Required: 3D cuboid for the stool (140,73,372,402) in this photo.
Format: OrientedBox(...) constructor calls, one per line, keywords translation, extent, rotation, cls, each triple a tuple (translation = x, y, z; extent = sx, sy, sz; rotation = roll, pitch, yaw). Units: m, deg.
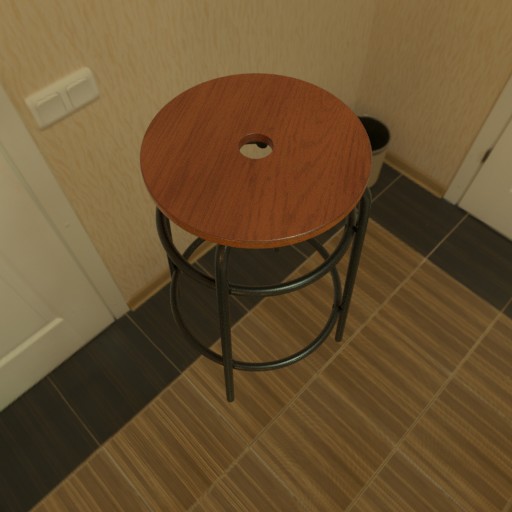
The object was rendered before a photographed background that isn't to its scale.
OrientedBox(translation=(0.000, 0.000, 0.902), extent=(0.455, 0.610, 0.455), rotation=(14, 59, 8), cls="stool")
